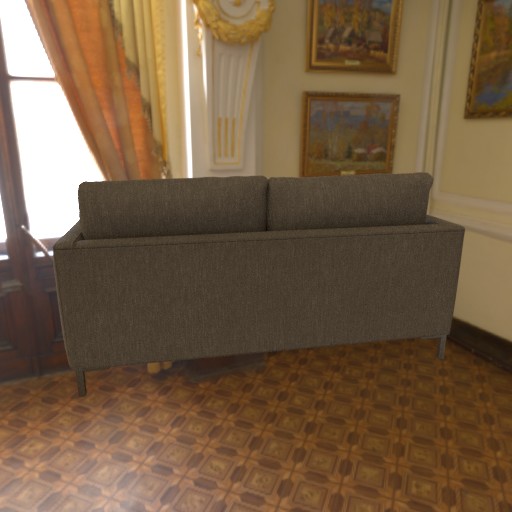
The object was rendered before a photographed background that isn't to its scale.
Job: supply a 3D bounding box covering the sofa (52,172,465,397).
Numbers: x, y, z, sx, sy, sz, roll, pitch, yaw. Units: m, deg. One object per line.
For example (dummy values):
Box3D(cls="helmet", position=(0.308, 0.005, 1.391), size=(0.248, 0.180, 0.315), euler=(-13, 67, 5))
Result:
Box3D(cls="sofa", position=(0.000, 0.000, 2.188), size=(1.682, 0.840, 0.875), euler=(-3, 16, -11))
